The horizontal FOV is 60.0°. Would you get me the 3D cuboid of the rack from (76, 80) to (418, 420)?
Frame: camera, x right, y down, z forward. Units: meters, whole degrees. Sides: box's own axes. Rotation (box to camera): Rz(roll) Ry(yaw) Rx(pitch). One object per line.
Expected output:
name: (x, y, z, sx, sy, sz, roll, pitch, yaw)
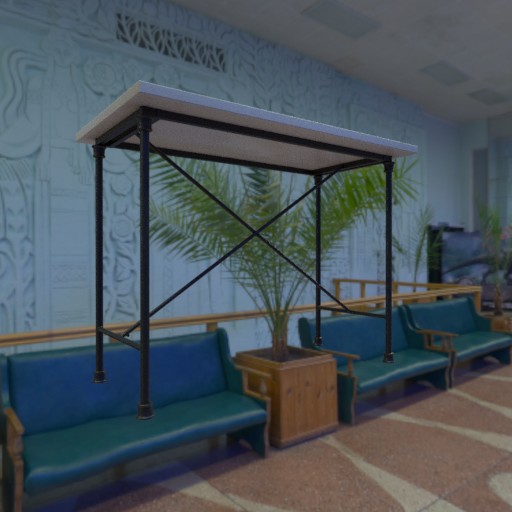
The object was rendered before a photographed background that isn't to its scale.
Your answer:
rack: (0.000, 0.000, 1.689, 1.159, 0.880, 0.613, 0, 0, -36)
